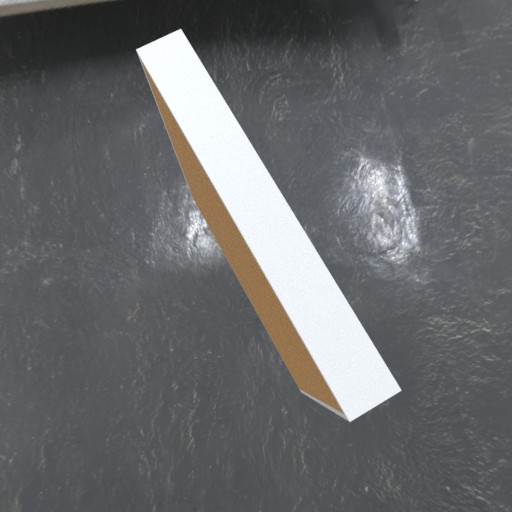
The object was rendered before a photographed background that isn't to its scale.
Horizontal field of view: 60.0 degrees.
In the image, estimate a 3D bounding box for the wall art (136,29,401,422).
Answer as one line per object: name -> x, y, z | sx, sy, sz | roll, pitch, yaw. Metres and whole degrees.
wall art -> 0.000, 0.000, 0.454 | 0.038, 0.304, 0.305 | -28, 78, -7
